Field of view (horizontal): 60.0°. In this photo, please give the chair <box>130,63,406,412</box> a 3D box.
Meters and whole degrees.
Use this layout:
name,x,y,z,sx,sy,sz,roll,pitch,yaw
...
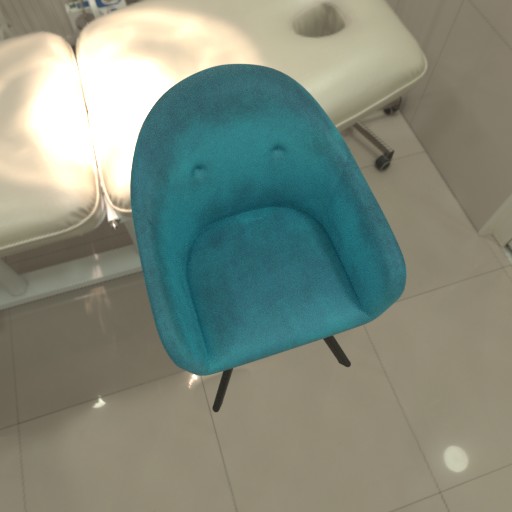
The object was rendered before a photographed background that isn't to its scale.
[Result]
name,x,y,z,sx,sy,sz,roll,pitch,yaw
chair,0.000,0.000,1.171,0.540,0.780,0.570,-16,64,-8
